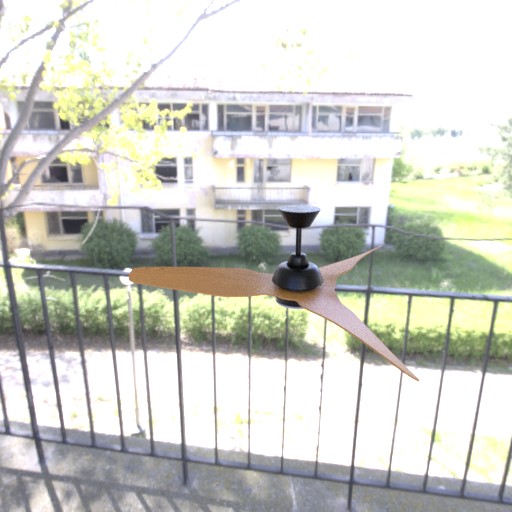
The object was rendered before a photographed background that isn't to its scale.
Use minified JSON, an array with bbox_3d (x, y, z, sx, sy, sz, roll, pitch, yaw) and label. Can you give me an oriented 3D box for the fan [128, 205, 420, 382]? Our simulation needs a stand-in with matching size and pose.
[{"bbox_3d":[0.000,0.000,1.604,1.010,0.355,1.142,3,17,9],"label":"fan"}]
